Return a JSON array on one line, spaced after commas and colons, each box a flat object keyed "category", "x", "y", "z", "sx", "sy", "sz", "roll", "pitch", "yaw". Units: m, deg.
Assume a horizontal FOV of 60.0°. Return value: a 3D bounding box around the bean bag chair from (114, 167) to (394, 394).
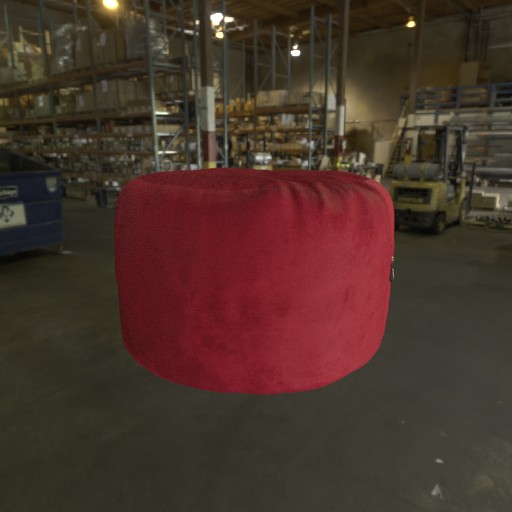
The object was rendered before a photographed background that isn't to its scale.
[{"category": "bean bag chair", "x": 0.000, "y": 0.000, "z": 2.010, "sx": 1.219, "sy": 0.762, "sz": 1.219, "roll": 0, "pitch": 14, "yaw": 0}]
